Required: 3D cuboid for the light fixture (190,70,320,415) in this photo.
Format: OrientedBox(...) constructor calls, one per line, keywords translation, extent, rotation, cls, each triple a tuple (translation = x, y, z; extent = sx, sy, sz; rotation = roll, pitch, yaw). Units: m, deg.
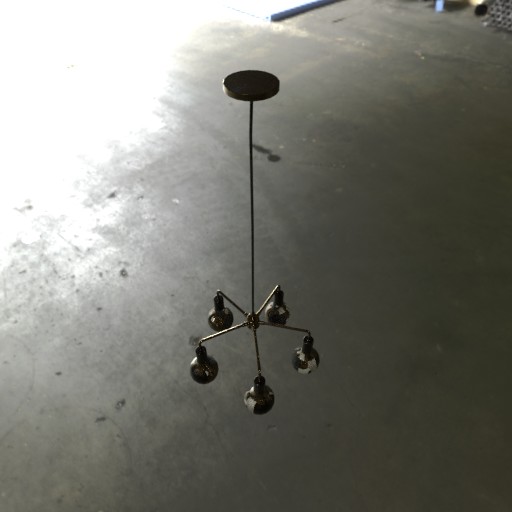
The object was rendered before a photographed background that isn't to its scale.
OrientedBox(translation=(0.000, 0.000, 1.218), extent=(0.438, 0.988, 0.421), rotation=(22, 49, 20), cls="light fixture")
